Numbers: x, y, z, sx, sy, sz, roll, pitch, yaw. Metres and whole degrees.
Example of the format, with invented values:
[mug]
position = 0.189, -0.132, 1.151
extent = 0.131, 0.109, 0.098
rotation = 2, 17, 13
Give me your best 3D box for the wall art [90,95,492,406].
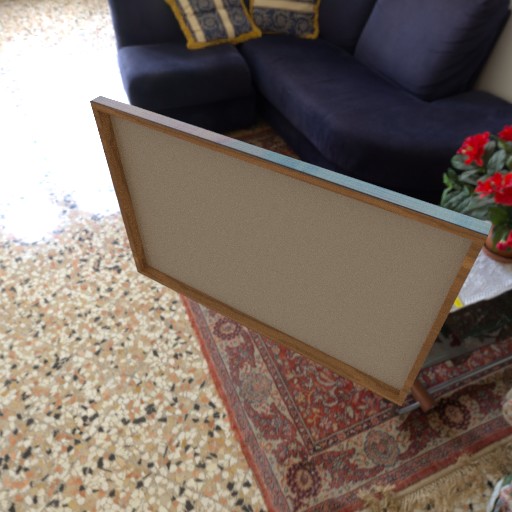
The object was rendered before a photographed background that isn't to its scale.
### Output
[wall art]
position = 0.000, 0.000, 1.117
extent = 0.911, 0.605, 0.037
rotation = 24, 50, 21
